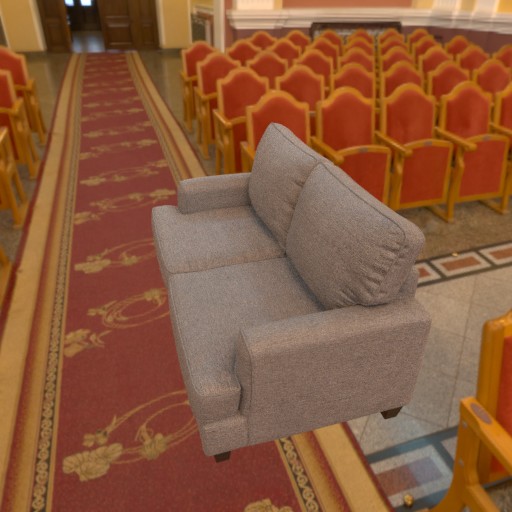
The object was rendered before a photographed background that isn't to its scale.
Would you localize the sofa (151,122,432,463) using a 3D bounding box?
[{"bbox_3d":[0.000,0.000,2.288,0.965,0.965,1.651,-9,32,-14],"label":"sofa"}]
